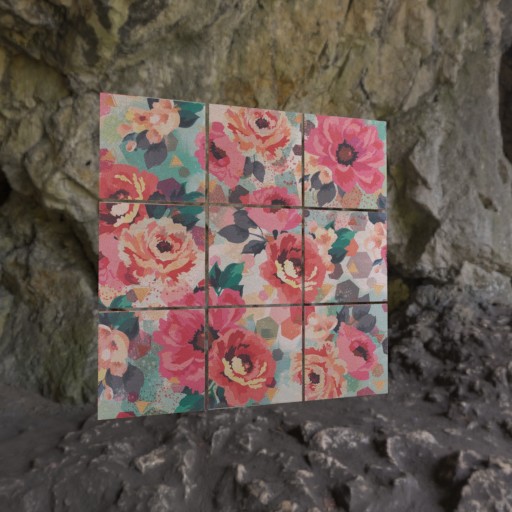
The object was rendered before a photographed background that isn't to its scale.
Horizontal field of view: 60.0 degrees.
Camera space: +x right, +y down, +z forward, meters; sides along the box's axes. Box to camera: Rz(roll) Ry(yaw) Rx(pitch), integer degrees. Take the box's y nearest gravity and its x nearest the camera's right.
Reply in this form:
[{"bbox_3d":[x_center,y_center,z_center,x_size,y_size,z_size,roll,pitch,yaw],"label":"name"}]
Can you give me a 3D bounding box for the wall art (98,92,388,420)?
[{"bbox_3d":[0.000,0.000,2.273,1.521,1.519,0.013,0,-1,-16],"label":"wall art"}]
